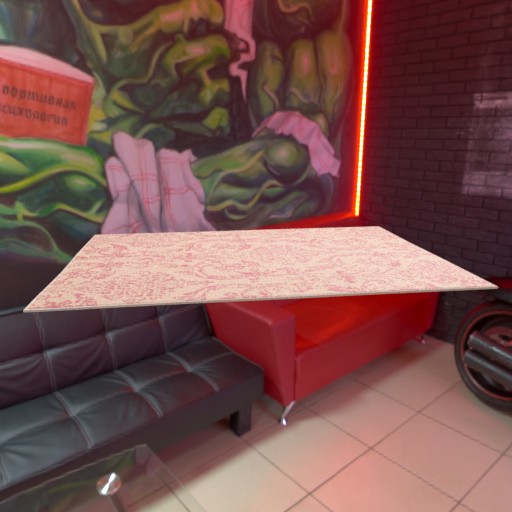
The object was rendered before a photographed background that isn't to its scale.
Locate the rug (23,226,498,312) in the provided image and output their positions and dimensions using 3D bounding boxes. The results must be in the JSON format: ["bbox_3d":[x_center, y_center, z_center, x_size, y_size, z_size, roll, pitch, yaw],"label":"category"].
[{"bbox_3d":[0.000,0.000,2.276,1.839,0.012,1.219,-2,16,-8],"label":"rug"}]
